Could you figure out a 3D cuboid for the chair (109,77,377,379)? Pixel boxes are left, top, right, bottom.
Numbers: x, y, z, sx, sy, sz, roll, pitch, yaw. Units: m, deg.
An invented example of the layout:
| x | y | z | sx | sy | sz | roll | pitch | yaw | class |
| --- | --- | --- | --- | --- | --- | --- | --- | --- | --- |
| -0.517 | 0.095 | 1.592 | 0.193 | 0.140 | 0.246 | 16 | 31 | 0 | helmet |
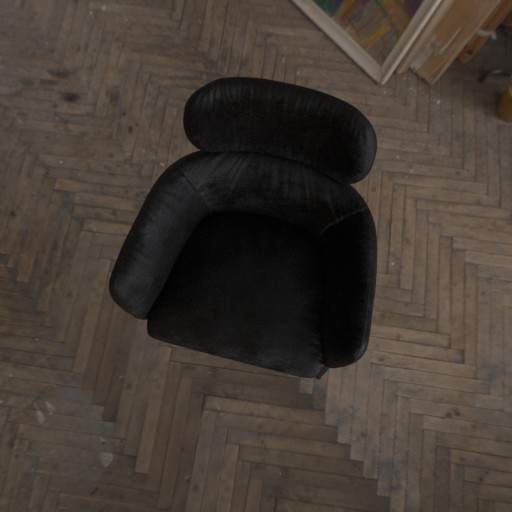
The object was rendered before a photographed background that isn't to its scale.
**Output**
| x | y | z | sx | sy | sz | roll | pitch | yaw | class |
| --- | --- | --- | --- | --- | --- | --- | --- | --- | --- |
| 0.000 | 0.000 | 1.290 | 0.640 | 0.818 | 0.604 | 14 | 76 | 4 | chair |
